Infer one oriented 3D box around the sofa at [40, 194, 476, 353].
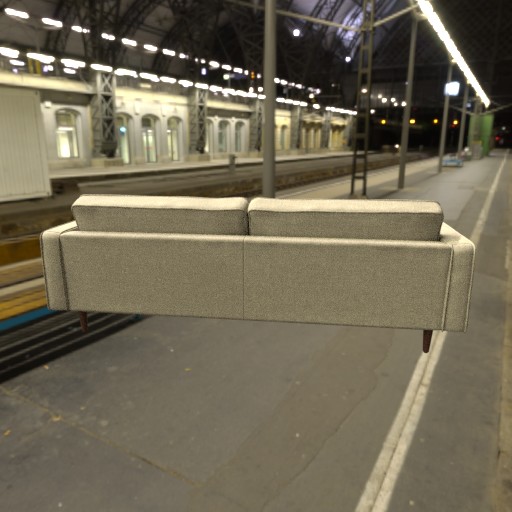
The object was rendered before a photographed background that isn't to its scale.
[{"bbox_3d":[0.000,0.000,2.650,2.211,0.762,0.914,2,15,8],"label":"sofa"}]
